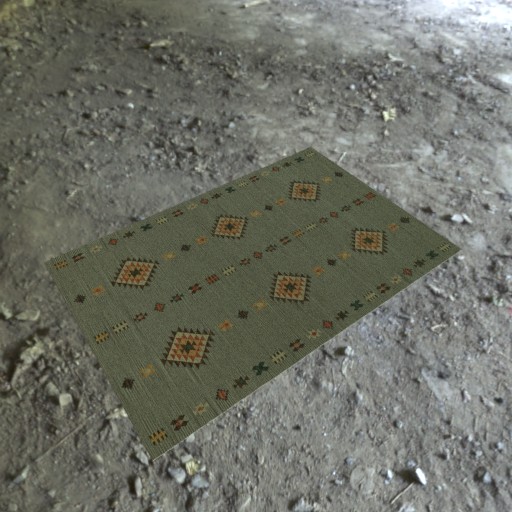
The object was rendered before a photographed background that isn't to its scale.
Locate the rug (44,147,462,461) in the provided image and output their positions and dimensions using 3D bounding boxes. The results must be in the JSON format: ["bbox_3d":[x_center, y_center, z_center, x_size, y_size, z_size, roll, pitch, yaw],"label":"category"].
[{"bbox_3d":[0.000,0.000,2.315,1.818,0.005,1.217,-28,52,-24],"label":"rug"}]
